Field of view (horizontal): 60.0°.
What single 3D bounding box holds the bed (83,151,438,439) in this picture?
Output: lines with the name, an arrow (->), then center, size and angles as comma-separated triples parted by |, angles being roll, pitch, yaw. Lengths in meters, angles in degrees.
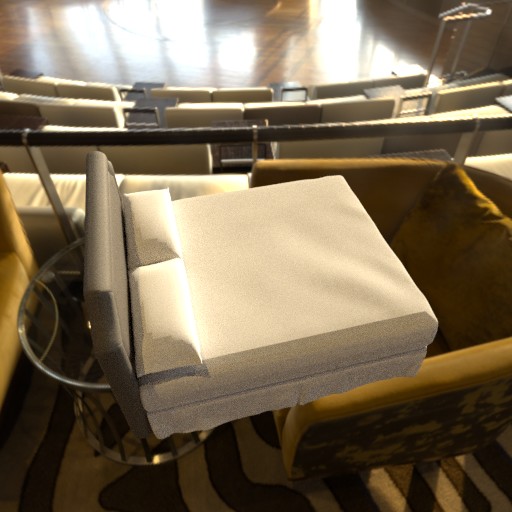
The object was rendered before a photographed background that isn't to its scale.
bed -> 0.000, 0.000, 3.923 | 2.536, 1.561, 2.194 | -10, 47, -10
